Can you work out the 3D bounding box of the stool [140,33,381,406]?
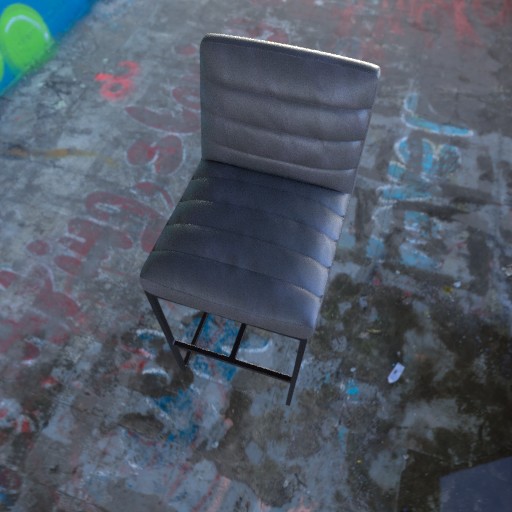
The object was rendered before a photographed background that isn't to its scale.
[{"bbox_3d":[0.000,0.000,1.360,0.463,1.065,0.562,15,59,9],"label":"stool"}]
